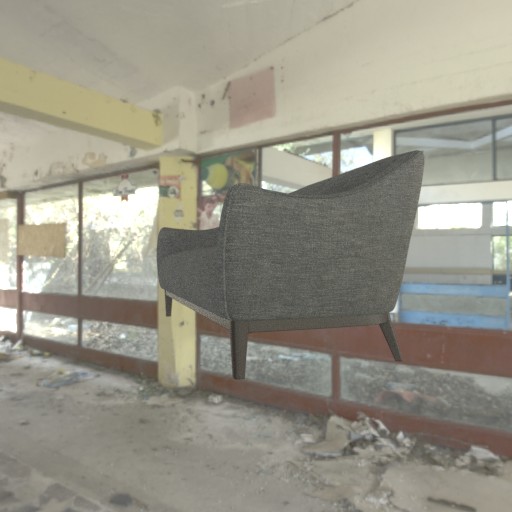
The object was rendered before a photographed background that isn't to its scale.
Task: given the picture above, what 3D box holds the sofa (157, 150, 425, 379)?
[{"bbox_3d":[0.000,0.000,2.401,0.867,0.829,1.928,0,-1,-19],"label":"sofa"}]
